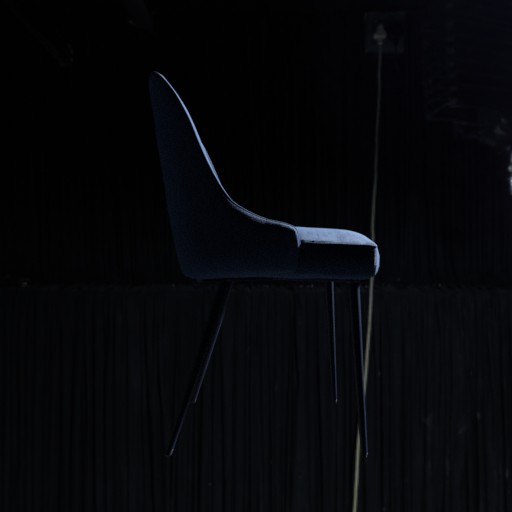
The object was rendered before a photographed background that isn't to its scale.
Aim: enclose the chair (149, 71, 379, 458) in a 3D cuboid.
[{"bbox_3d":[0.000,0.000,1.178,0.559,0.896,0.478,0,-1,0],"label":"chair"}]
